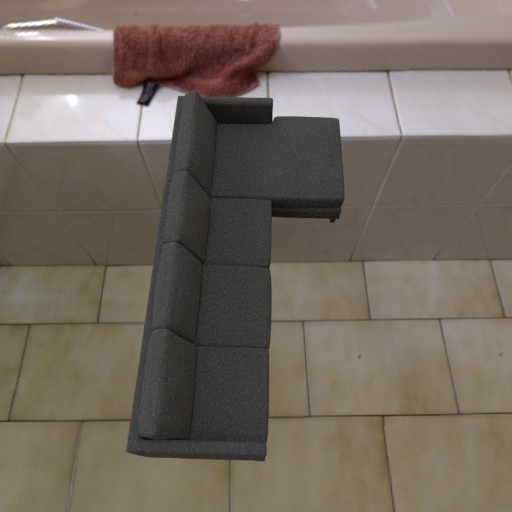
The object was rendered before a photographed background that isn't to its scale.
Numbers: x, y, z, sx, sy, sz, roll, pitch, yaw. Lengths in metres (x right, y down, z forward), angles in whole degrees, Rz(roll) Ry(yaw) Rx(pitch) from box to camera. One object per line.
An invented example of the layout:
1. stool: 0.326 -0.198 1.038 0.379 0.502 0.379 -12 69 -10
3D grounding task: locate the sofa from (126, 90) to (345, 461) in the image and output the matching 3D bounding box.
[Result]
1. sofa: 0.000 0.000 3.809 1.625 0.846 3.186 1 64 1
